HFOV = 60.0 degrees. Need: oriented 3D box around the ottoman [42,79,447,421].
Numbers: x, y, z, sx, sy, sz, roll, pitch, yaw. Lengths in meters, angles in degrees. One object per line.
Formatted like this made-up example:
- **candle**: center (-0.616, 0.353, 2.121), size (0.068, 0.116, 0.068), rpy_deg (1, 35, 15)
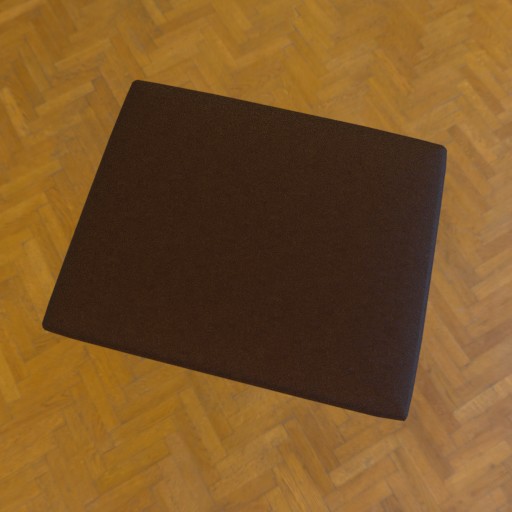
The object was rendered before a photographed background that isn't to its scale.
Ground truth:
- **ottoman**: center (0.000, 0.000, 1.773), size (1.187, 0.730, 0.967), rpy_deg (13, 75, 4)
